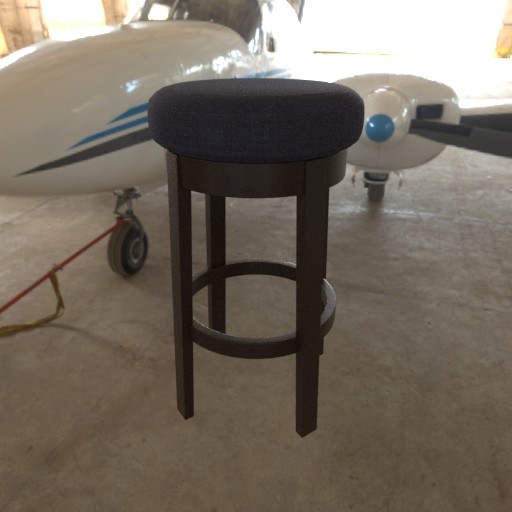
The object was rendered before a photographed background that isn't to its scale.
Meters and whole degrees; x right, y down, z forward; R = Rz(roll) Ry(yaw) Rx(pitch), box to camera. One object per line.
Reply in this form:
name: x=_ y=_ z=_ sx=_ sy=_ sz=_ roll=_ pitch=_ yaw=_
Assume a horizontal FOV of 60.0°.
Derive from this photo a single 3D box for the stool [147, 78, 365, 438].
stool: x=0.000 y=0.000 z=1.037 sx=0.446 sy=0.758 sz=0.446 roll=0 pitch=26 yaw=0
